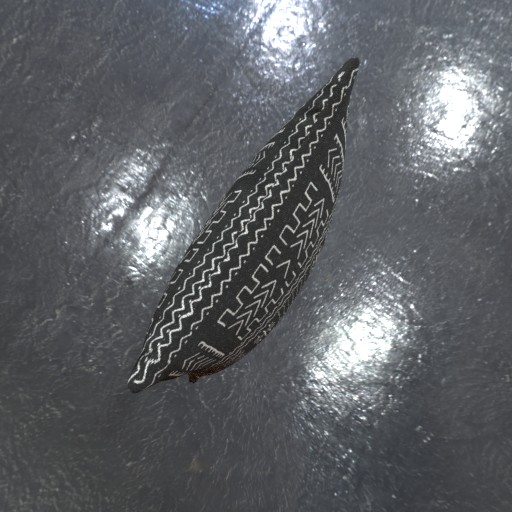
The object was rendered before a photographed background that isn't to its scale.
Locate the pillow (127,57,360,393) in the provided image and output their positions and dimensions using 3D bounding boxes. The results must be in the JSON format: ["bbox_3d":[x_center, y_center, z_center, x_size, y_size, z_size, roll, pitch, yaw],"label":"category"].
[{"bbox_3d":[0.000,0.000,0.656,0.164,0.430,0.438,31,77,8],"label":"pillow"}]
